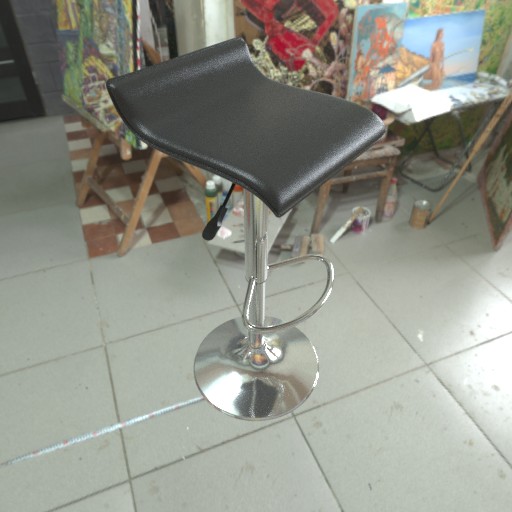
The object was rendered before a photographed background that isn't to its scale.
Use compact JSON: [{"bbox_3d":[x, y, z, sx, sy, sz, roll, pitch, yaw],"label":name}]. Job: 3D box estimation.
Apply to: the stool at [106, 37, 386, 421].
[{"bbox_3d":[0.000,0.000,1.068,0.381,0.851,0.381,27,48,28],"label":"stool"}]
